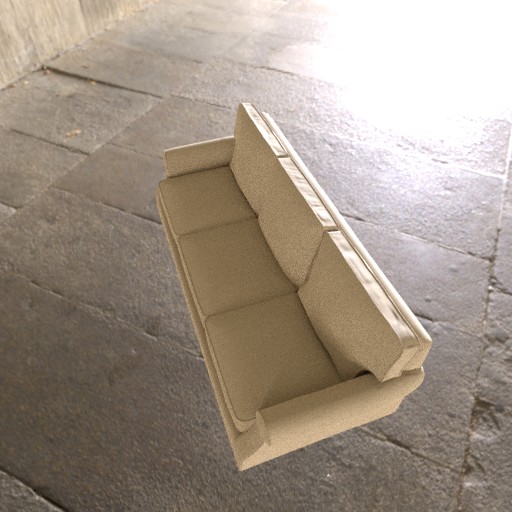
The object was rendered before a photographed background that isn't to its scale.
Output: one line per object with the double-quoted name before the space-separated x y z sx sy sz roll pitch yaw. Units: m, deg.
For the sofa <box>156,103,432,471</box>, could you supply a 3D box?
"sofa" 0.000 0.000 2.820 0.966 0.948 2.354 -15 49 -13
